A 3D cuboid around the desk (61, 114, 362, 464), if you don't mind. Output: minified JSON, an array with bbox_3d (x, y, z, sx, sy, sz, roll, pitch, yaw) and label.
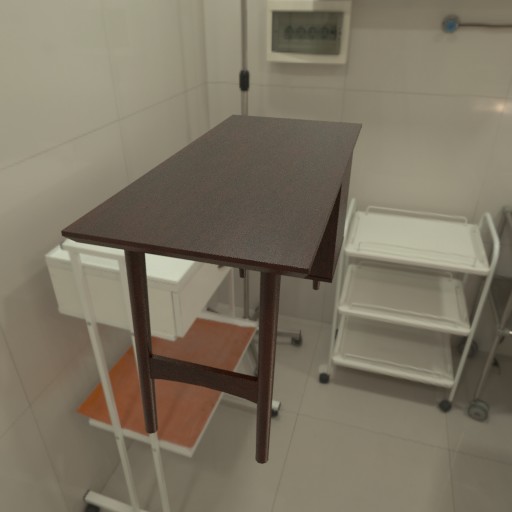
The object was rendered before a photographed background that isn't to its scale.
[{"bbox_3d":[0.000,0.000,1.723,0.612,0.758,1.277,9,32,14],"label":"desk"}]
